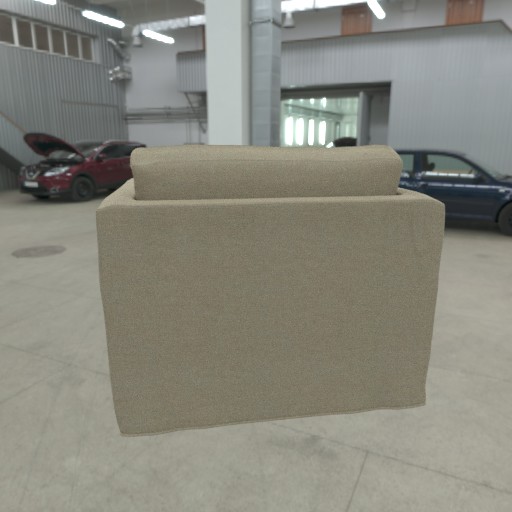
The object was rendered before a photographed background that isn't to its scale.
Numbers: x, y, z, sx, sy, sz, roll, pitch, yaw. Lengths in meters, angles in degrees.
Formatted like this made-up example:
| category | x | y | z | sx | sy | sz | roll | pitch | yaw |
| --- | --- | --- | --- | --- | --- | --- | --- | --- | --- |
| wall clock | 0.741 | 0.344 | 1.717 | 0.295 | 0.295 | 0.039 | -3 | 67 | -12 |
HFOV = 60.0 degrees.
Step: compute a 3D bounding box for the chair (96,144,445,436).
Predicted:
| category | x | y | z | sx | sy | sz | roll | pitch | yaw |
| --- | --- | --- | --- | --- | --- | --- | --- | --- | --- |
| chair | 0.000 | 0.000 | 1.756 | 1.057 | 0.863 | 0.949 | -2 | 15 | -9 |
